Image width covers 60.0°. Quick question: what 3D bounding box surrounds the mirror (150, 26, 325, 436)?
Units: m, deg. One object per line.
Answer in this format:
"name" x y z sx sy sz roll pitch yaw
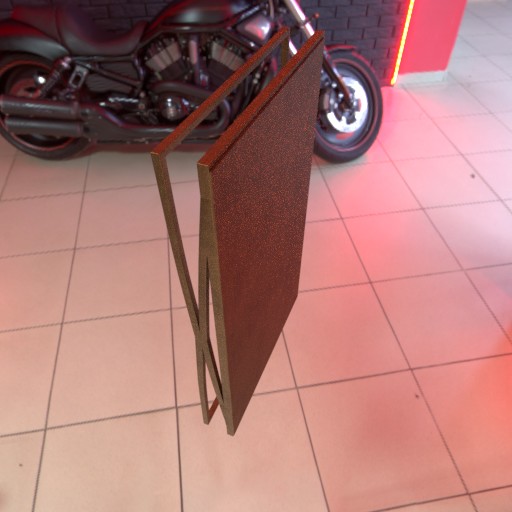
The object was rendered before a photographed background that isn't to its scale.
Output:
"mirror" 0.000 0.000 0.946 0.082 0.768 0.468 17 48 16
